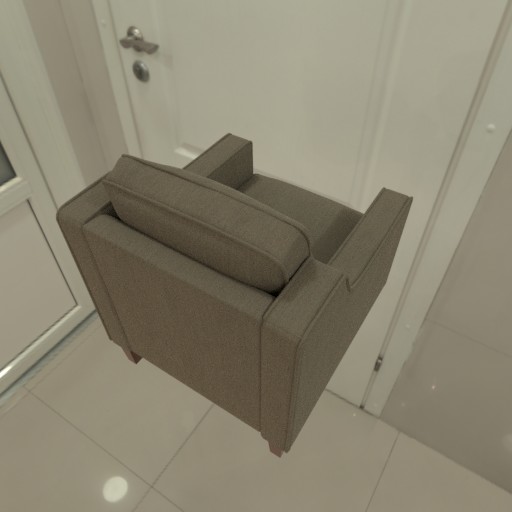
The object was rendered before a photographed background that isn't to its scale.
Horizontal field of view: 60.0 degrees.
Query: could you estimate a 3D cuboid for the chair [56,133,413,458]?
[{"bbox_3d":[0.000,0.000,1.649,0.831,0.960,0.909,25,51,22],"label":"chair"}]
